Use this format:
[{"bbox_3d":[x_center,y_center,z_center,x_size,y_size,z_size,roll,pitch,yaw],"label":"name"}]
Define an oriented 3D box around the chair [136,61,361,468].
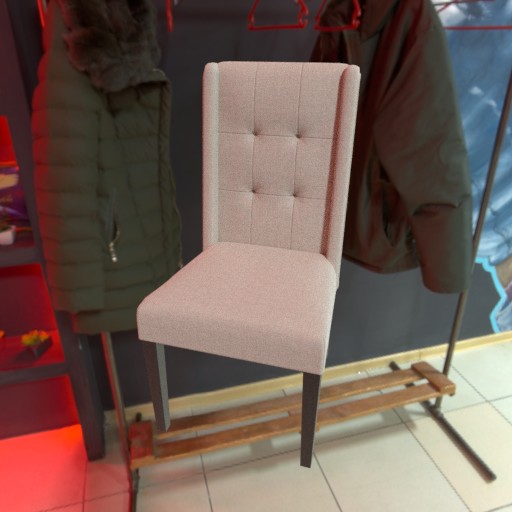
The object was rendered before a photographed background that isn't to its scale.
[{"bbox_3d":[0.000,0.000,1.226,0.474,0.961,0.523,8,27,15],"label":"chair"}]
